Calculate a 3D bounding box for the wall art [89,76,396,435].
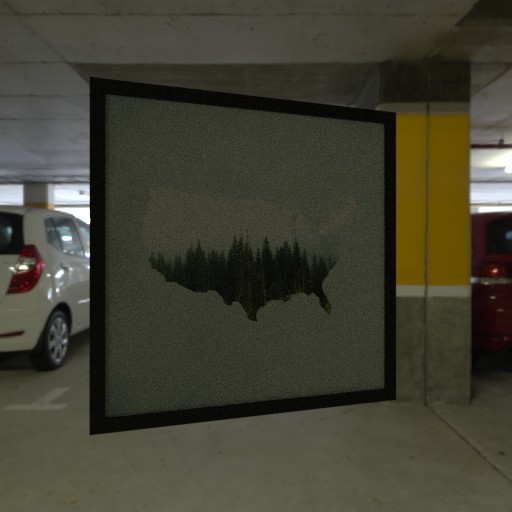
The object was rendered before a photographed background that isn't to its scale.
[{"bbox_3d":[0.000,0.000,0.725,0.509,0.509,0.040,0,0,-18],"label":"wall art"}]
